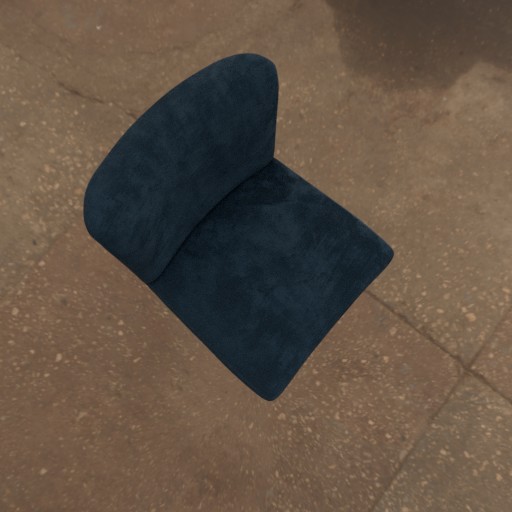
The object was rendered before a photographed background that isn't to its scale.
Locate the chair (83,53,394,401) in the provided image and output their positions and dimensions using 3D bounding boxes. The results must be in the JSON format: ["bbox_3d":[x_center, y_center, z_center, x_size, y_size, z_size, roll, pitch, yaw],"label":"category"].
[{"bbox_3d":[0.000,0.000,1.182,0.560,0.824,0.530,40,78,11],"label":"chair"}]
